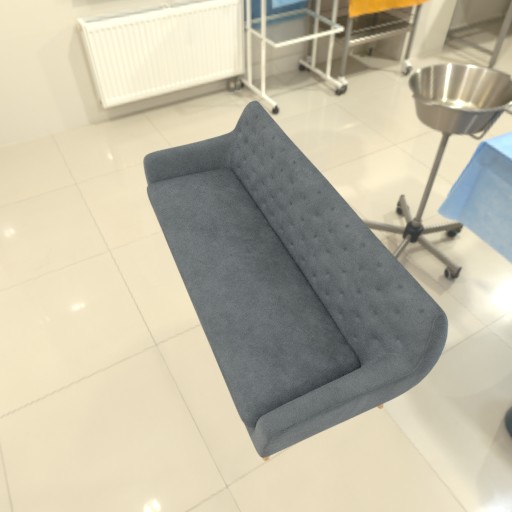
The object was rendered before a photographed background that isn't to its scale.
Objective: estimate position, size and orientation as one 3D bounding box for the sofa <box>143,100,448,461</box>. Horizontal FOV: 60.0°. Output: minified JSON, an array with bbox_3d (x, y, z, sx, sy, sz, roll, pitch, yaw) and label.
[{"bbox_3d":[0.000,0.000,2.446,0.841,0.832,1.975,-18,49,-16],"label":"sofa"}]
